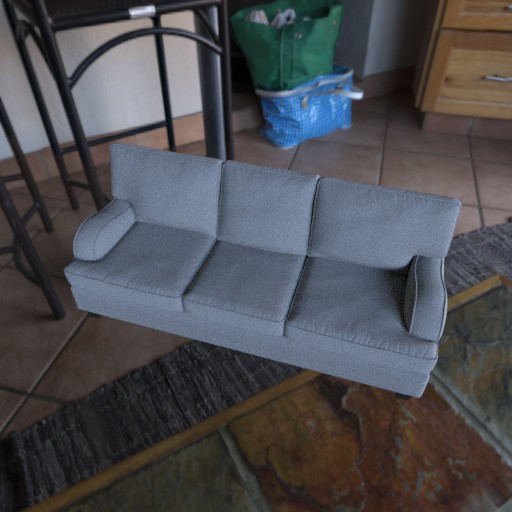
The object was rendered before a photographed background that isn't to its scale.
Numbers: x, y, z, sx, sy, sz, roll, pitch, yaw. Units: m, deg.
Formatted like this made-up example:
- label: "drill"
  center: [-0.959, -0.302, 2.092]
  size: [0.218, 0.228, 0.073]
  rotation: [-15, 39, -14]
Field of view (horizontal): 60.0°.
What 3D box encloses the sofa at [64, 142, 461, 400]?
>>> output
- label: "sofa"
  center: [0.000, 0.000, 2.898]
  size: [2.323, 0.997, 1.016]
  rotation: [12, 42, 13]
